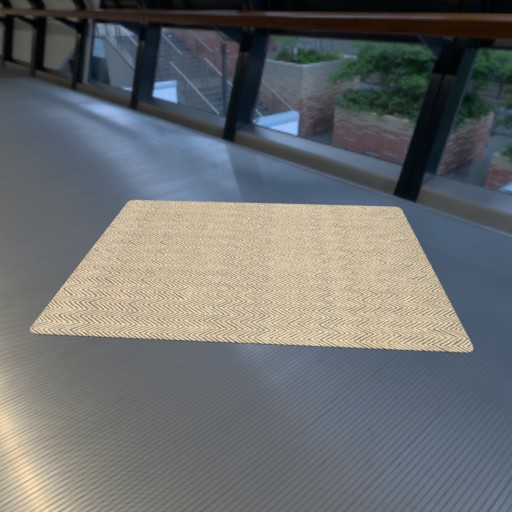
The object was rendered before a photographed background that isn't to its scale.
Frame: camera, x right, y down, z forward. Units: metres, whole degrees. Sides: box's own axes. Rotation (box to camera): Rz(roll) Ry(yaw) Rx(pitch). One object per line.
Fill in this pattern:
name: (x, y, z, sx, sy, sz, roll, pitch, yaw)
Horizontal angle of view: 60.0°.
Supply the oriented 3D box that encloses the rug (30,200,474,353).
rug: (0.000, 0.000, 4.195, 3.207, 0.014, 2.439, 2, 31, 3)
